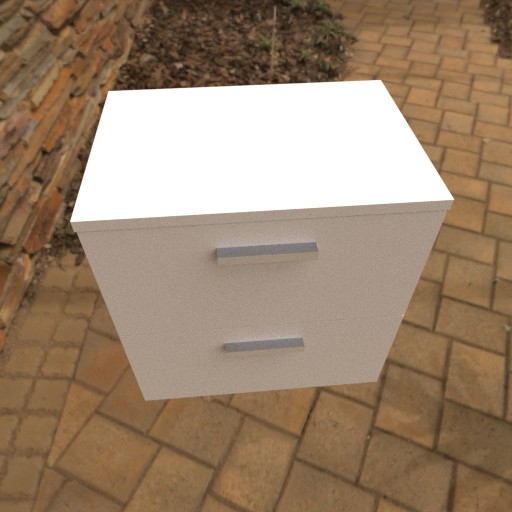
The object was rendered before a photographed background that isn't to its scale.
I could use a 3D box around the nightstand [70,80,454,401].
[{"bbox_3d":[0.000,0.000,0.774,0.441,0.460,0.325,-4,47,-3],"label":"nightstand"}]
